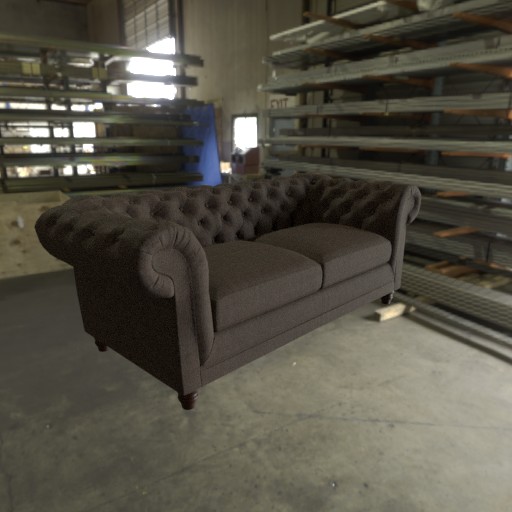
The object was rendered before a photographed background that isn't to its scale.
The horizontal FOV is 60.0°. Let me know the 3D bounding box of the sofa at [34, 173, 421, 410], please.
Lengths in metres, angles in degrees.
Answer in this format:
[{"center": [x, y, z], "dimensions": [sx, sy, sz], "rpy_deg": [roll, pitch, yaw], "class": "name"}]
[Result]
[{"center": [0.000, 0.000, 2.468], "dimensions": [0.944, 0.780, 2.048], "rpy_deg": [14, 21, 42], "class": "sofa"}]
